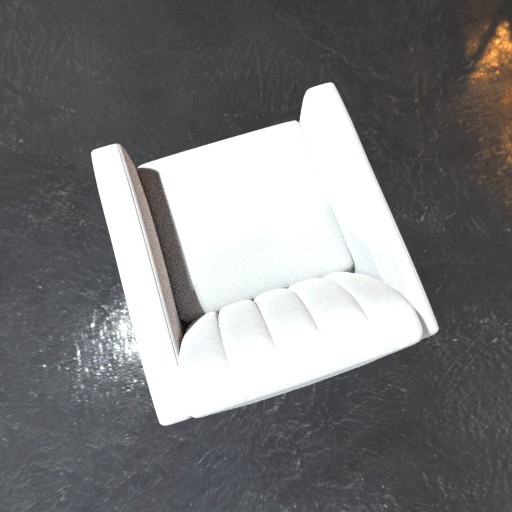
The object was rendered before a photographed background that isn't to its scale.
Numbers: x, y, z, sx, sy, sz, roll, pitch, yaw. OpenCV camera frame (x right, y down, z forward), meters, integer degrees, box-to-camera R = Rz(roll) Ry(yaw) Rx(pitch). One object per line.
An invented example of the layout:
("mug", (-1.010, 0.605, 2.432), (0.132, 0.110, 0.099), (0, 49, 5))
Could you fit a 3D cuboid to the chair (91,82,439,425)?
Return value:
("chair", (0.000, 0.000, 1.688), (0.953, 0.819, 0.998), (-17, 75, -5))
